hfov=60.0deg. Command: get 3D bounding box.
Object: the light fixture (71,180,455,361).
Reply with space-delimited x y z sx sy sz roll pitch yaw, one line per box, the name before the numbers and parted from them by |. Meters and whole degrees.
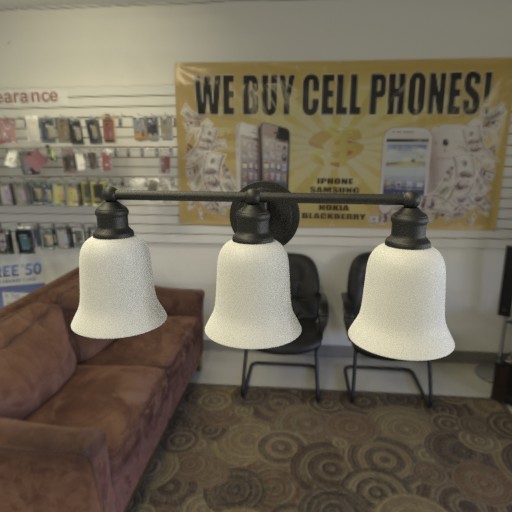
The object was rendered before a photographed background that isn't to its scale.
light fixture | 0.000 0.000 0.667 0.570 0.211 0.198 2 14 9
